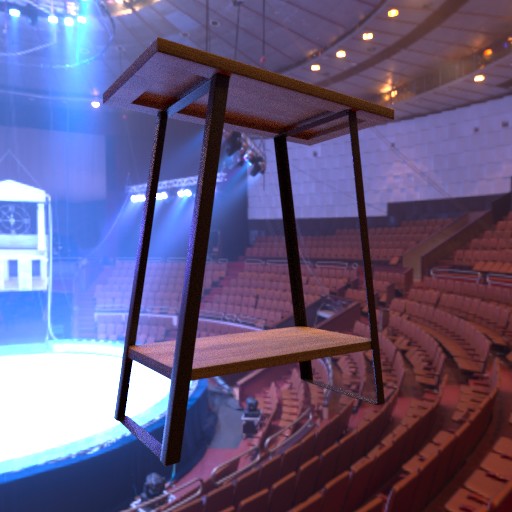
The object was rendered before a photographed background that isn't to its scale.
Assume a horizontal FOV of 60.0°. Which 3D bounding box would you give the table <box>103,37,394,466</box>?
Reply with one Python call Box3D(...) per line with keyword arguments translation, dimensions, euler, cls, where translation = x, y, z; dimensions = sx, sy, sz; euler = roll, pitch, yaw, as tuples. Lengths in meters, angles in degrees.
Box3D(translation=(0.000, 0.000, 1.004), dimensions=(0.599, 0.701, 0.300), euler=(0, -1, -35), cls="table")
